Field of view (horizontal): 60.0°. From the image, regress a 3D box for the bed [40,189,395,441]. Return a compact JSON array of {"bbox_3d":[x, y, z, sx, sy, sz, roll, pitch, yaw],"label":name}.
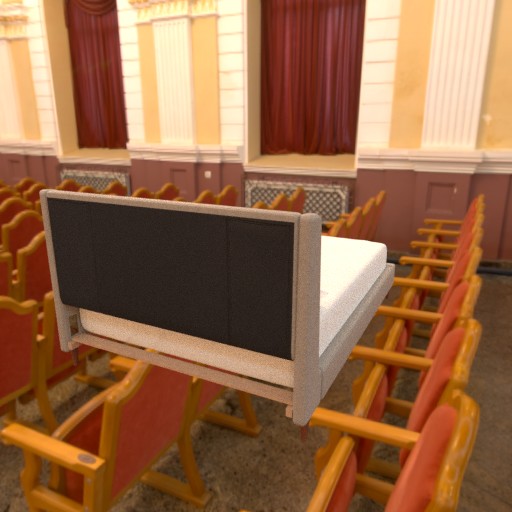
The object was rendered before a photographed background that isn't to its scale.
[{"bbox_3d":[0.000,0.000,3.266,1.656,1.147,2.232,8,18,26],"label":"bed"}]
